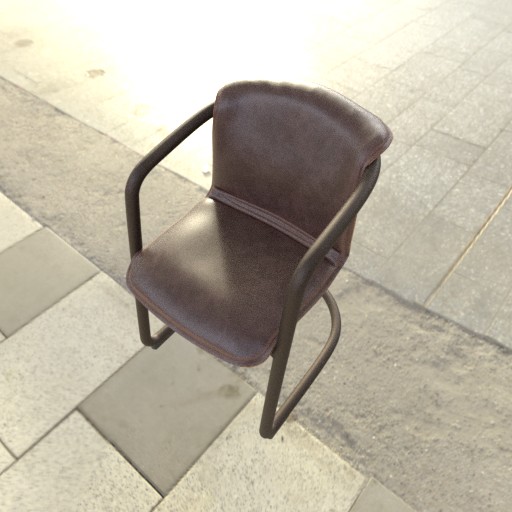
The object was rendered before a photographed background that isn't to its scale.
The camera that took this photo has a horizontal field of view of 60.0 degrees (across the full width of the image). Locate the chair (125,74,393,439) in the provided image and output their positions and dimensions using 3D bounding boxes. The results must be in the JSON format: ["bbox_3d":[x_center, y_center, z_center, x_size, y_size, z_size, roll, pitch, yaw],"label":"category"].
[{"bbox_3d":[0.000,0.000,1.280,0.536,0.836,0.664,30,54,24],"label":"chair"}]
